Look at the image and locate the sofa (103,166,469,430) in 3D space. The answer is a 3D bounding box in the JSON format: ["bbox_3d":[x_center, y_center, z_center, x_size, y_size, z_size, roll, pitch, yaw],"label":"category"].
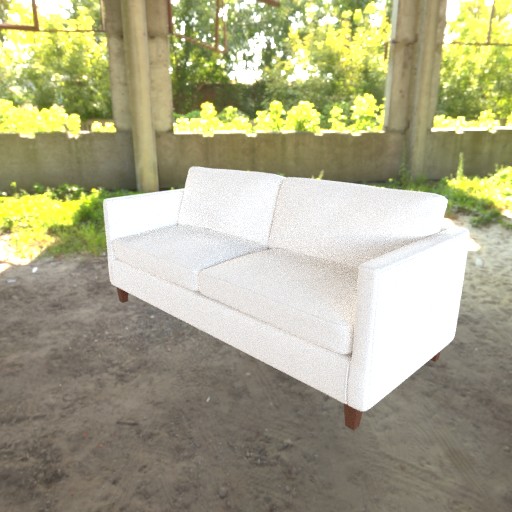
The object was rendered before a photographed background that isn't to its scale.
[{"bbox_3d":[0.000,0.000,2.683,0.924,0.933,2.139,-16,23,-42],"label":"sofa"}]
